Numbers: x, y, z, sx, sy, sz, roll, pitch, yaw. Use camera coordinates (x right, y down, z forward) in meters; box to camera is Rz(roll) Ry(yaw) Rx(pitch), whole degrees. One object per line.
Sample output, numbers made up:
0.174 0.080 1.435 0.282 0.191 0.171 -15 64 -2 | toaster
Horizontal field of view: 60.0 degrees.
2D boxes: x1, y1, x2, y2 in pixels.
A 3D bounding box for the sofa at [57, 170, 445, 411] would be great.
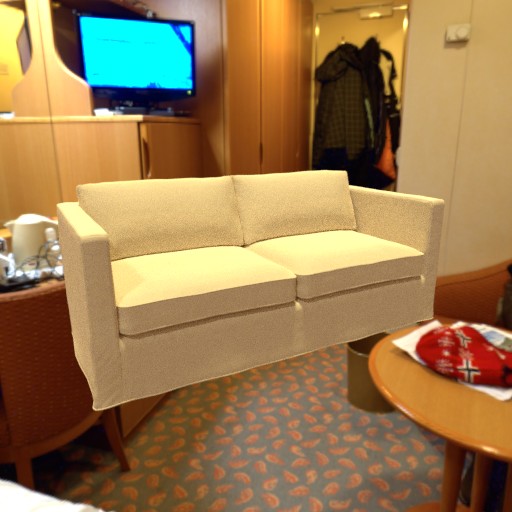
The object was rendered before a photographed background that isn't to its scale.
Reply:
0.000 0.000 2.516 1.987 0.870 0.940 -8 17 -27 | sofa
